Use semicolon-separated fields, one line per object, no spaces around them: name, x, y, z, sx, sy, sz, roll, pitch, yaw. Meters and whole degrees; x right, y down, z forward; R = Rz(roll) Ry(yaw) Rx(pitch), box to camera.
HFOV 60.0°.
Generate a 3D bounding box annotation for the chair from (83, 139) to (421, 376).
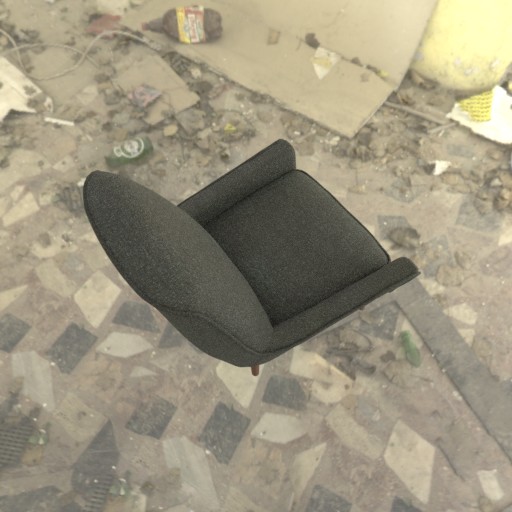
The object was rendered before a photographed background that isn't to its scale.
chair;0.000;0.000;1.525;0.859;0.883;0.763;-31;64;-17
